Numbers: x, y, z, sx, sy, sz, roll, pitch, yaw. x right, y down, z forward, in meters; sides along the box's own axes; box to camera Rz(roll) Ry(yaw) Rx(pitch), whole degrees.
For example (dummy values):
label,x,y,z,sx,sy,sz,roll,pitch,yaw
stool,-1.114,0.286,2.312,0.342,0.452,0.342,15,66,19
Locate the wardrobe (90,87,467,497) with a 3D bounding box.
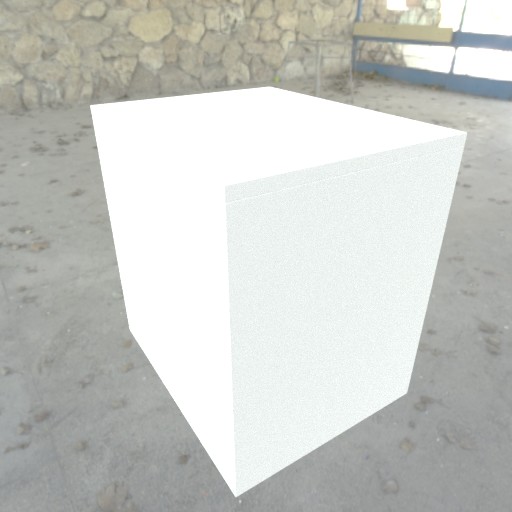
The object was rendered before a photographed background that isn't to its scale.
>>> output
label,x,y,z,sx,sy,sz,roll,pitch,yaw
wardrobe,0.000,0.000,0.851,0.400,0.520,0.500,-18,34,-28
